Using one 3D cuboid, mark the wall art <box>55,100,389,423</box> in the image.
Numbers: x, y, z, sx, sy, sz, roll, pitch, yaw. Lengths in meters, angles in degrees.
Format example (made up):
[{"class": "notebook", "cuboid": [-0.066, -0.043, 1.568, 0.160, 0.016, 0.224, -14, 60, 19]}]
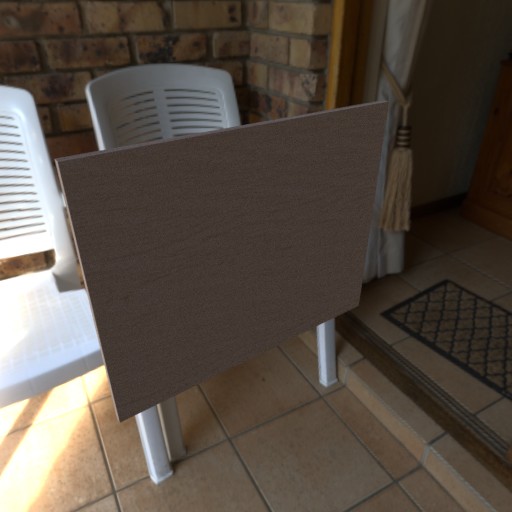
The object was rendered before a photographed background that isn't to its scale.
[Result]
[{"class": "wall art", "cuboid": [0.000, 0.000, 0.691, 0.508, 0.406, 0.013, -20, 36, -29]}]
